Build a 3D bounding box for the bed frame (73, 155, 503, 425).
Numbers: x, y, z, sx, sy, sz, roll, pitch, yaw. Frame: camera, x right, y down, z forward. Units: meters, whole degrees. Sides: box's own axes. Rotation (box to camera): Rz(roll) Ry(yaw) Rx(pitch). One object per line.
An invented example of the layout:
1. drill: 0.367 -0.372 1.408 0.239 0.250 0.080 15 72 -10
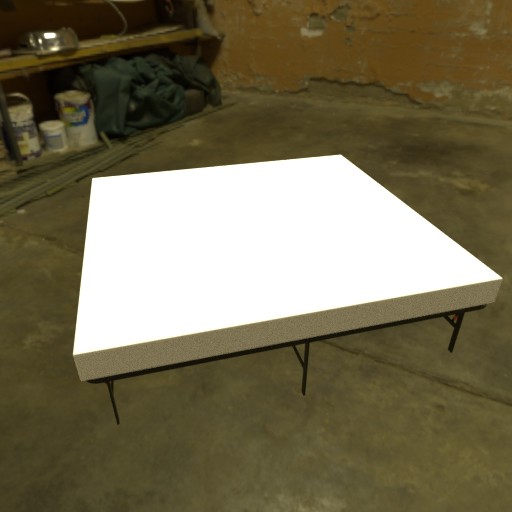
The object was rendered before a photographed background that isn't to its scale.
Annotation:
1. bed frame: 0.000 0.000 2.920 2.032 0.559 1.930 -8 33 -13
